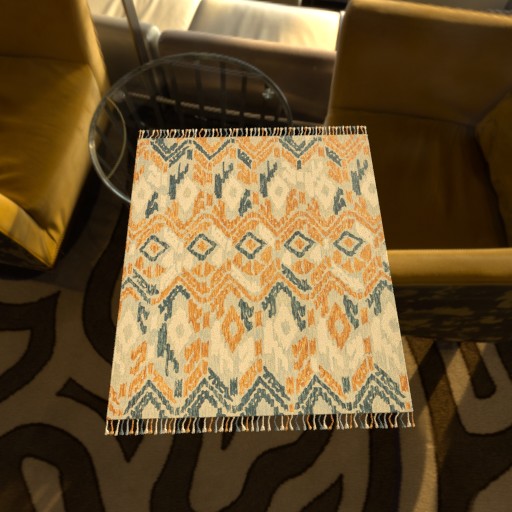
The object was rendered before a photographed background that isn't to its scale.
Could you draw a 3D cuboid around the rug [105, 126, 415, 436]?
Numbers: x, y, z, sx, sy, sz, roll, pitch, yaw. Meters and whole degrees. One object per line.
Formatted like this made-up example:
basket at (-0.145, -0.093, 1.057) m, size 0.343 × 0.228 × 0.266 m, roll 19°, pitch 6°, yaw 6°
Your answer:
rug at (0.000, 0.000, 4.121) m, size 2.439 × 0.010 × 3.048 m, roll -1°, pitch 65°, yaw -1°
